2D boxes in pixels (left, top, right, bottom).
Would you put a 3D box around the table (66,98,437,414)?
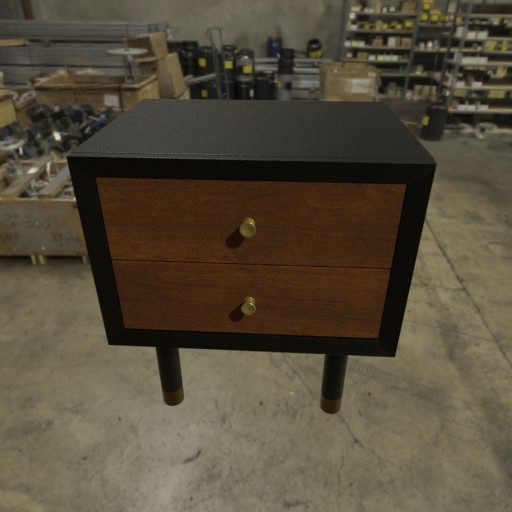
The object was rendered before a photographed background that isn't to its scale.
[{"bbox_3d":[0.000,0.000,0.994,0.564,0.584,0.441,2,31,3],"label":"table"}]
